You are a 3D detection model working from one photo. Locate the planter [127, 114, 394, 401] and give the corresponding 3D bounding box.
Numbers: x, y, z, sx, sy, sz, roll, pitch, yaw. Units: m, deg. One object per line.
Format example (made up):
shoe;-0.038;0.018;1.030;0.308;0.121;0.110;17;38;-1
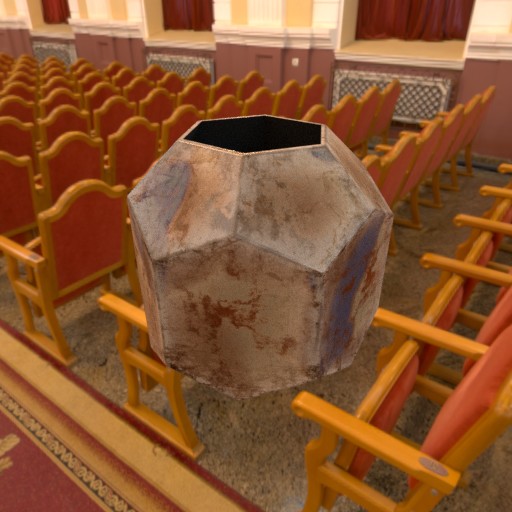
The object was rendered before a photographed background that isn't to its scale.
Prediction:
planter;0.000;0.000;0.427;0.221;0.238;0.243;21;36;32
